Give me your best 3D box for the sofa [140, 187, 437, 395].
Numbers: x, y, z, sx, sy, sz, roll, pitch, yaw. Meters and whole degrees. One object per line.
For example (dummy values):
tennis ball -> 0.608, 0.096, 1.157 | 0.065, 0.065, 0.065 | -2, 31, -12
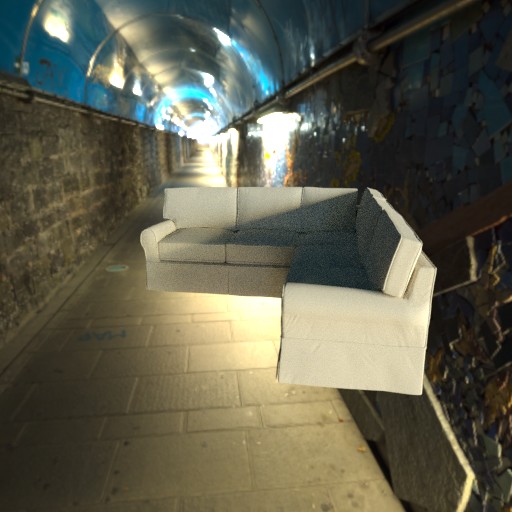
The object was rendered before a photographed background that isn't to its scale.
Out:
sofa -> 0.000, 0.000, 4.101 | 2.591, 1.070, 2.597 | 2, 15, 9
